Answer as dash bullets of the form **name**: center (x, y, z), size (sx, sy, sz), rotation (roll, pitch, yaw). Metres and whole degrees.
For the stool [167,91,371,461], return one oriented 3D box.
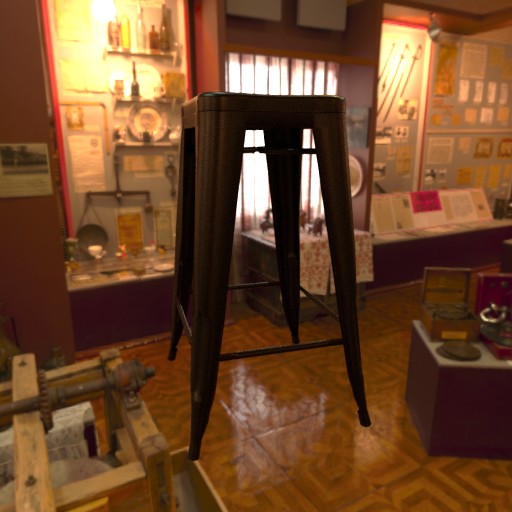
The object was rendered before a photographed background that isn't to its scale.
- **stool**: center (0.000, 0.000, 0.914), size (0.423, 0.609, 0.455), rotation (-8, 17, -26)
